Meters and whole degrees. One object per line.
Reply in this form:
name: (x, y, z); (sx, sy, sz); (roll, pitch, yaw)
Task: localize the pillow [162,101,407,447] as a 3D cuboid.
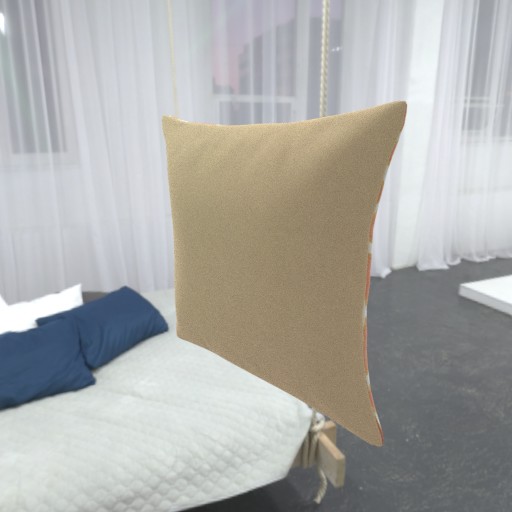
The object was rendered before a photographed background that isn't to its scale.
pillow: (0.000, 0.000, 0.808); (0.166, 0.508, 0.552); (-14, 20, -42)
